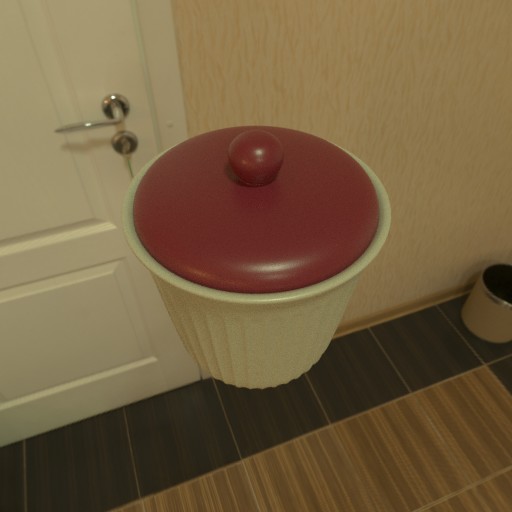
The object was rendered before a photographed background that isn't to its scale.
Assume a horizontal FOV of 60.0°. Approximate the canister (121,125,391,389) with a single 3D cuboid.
[{"bbox_3d":[0.000,0.000,0.345,0.181,0.211,0.181,0,46,0],"label":"canister"}]
